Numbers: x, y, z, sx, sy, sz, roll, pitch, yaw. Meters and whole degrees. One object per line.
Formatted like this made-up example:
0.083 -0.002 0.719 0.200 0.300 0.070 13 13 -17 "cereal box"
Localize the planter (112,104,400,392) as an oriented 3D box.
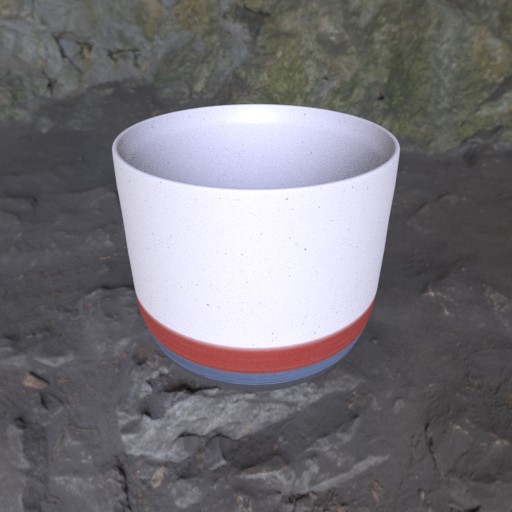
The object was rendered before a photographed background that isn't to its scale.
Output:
0.000 0.000 0.494 0.268 0.270 0.268 0 31 0 "planter"
